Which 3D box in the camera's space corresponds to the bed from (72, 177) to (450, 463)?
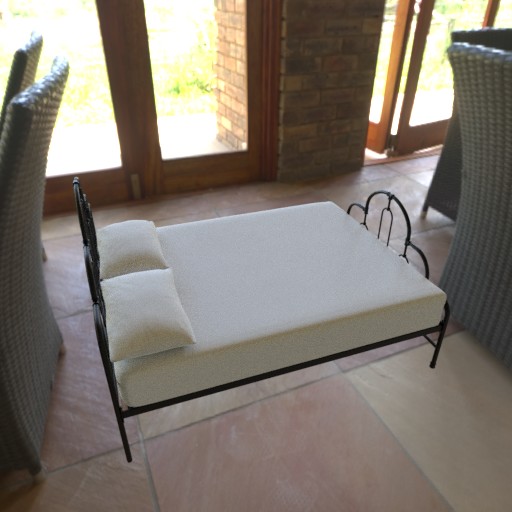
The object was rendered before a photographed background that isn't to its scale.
[{"bbox_3d":[0.000,0.000,3.162,2.181,1.444,1.626,-11,33,-17],"label":"bed"}]
